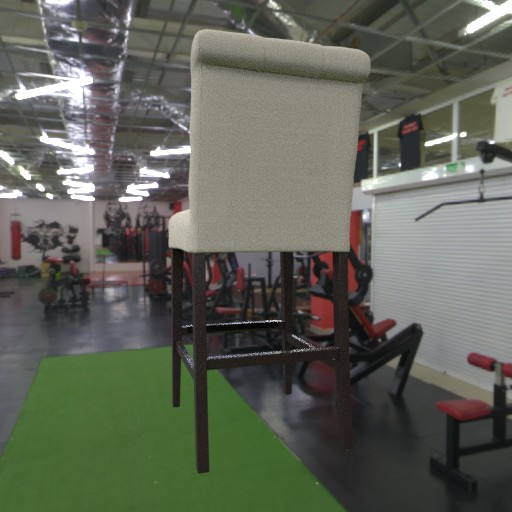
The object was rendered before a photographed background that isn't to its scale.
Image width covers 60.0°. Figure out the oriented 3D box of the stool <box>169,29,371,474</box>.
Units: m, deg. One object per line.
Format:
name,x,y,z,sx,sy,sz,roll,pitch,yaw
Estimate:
stool,0.000,0.000,1.401,0.482,1.118,0.610,-1,2,-18
